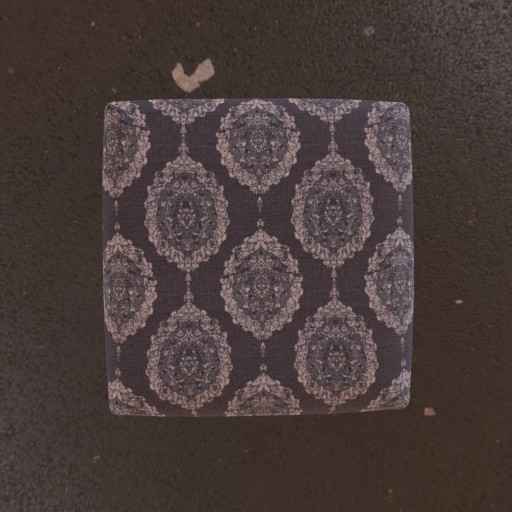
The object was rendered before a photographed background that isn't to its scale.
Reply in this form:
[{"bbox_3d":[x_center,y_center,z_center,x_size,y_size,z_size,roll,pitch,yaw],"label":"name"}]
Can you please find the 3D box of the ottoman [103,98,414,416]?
[{"bbox_3d":[0.000,0.000,0.892,0.497,0.475,0.507,0,91,-2],"label":"ottoman"}]
